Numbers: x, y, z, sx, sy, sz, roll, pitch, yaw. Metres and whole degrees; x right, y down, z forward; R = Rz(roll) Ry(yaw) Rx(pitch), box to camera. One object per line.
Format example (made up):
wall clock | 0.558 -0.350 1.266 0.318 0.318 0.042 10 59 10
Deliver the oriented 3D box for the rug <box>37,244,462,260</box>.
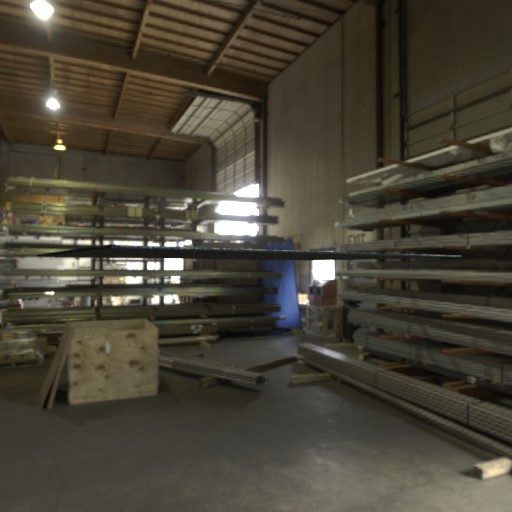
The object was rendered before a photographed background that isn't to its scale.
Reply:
rug | 0.000 0.000 2.980 2.449 0.015 1.530 1 -2 -36
